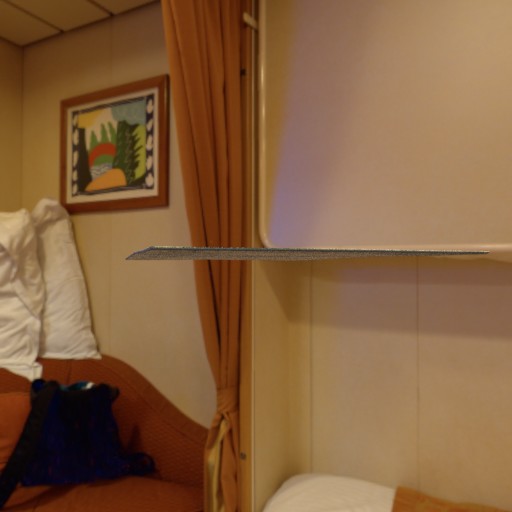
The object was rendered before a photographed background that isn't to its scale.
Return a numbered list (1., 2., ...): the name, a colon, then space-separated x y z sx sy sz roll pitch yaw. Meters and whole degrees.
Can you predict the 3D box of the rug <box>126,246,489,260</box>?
1. rug: 0.000 0.000 3.014 1.624 0.030 2.349 0 -1 -18
